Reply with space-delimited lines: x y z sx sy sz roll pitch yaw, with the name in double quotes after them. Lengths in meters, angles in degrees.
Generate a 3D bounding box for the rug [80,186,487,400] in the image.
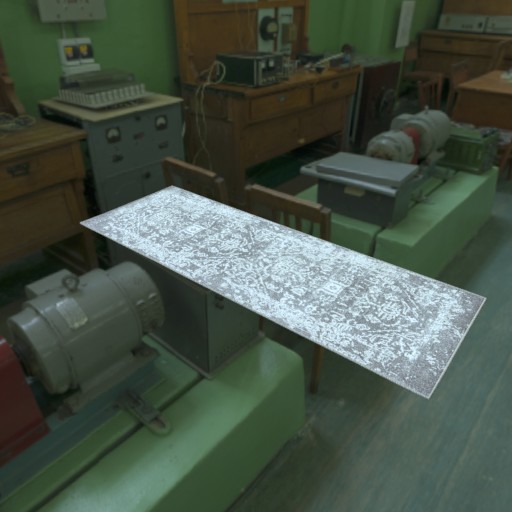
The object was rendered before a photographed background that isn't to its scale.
0.000 0.000 2.703 2.452 0.017 0.855 23 38 32 "rug"
